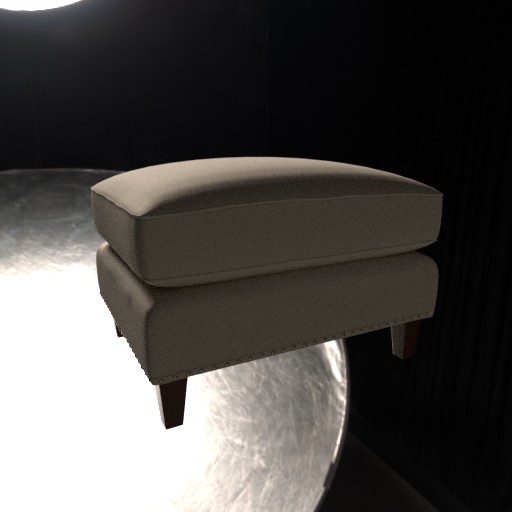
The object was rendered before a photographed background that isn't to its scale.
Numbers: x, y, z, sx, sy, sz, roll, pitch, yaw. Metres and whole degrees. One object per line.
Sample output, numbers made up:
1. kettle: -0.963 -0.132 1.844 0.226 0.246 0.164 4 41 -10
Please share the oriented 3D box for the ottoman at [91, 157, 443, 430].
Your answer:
1. ottoman: 0.000 0.000 1.180 0.741 0.513 0.584 -7 16 -27
